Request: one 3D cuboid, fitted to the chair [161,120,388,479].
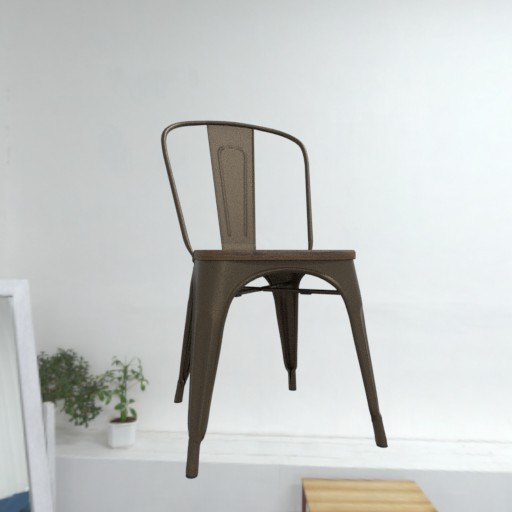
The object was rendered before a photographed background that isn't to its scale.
[{"bbox_3d":[0.000,0.000,1.161,0.451,0.844,0.532,0,1,-18],"label":"chair"}]
